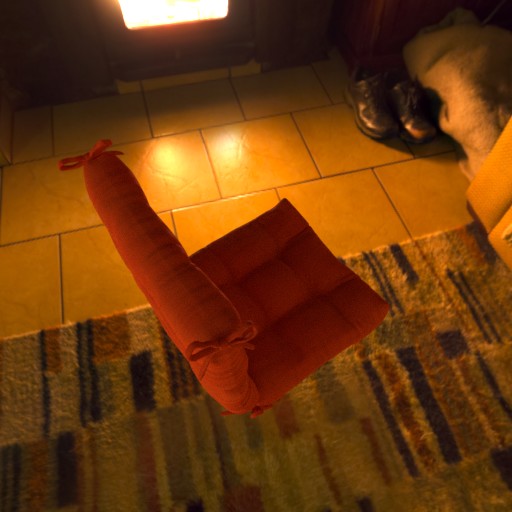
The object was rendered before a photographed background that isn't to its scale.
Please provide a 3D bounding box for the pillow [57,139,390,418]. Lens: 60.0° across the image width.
[{"bbox_3d":[0.000,0.000,1.030,0.571,0.605,0.519,-31,62,-18],"label":"pillow"}]
